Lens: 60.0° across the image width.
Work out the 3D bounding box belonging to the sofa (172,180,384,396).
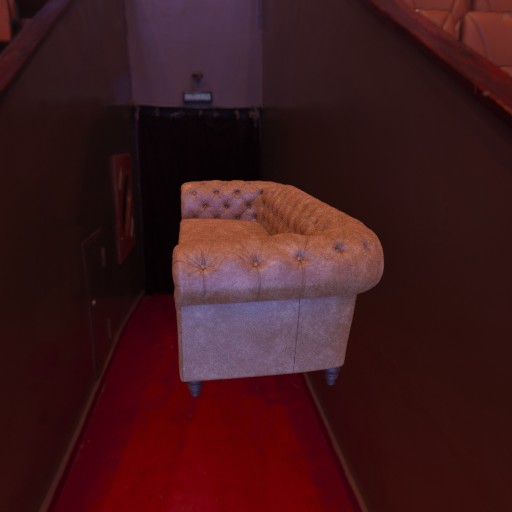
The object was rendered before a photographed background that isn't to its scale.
[{"bbox_3d":[0.000,0.000,2.861,0.989,0.760,2.365,-2,16,-8],"label":"sofa"}]
